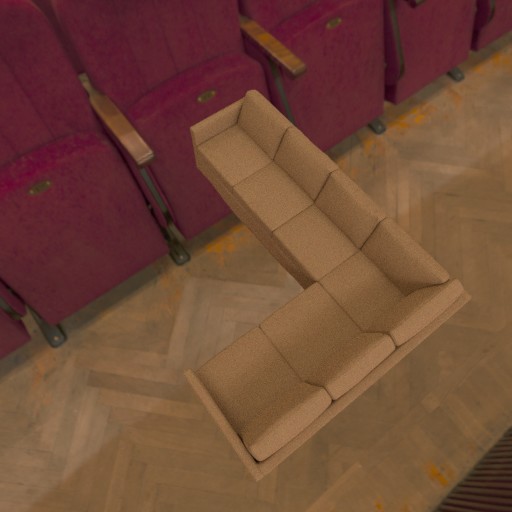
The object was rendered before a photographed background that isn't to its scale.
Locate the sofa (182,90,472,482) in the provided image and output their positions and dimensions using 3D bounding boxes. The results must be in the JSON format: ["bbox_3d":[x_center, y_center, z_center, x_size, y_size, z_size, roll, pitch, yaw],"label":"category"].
[{"bbox_3d":[0.000,0.000,4.375,2.432,0.871,3.182,-34,68,-16],"label":"sofa"}]
